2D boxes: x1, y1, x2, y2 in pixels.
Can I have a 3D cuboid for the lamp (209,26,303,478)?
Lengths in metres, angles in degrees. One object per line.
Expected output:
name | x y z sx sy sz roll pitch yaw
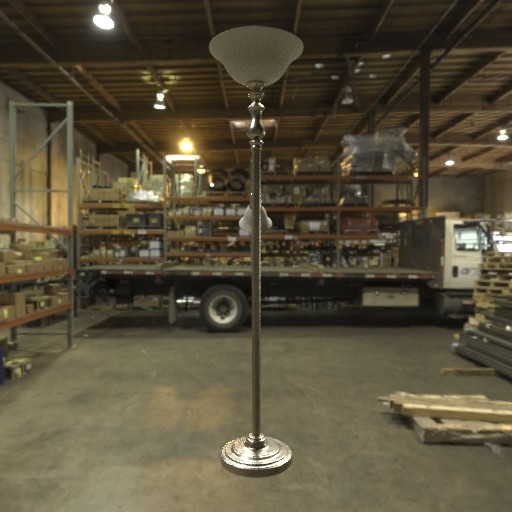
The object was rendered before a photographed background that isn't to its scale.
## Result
lamp | 0.000 0.000 2.013 0.405 1.785 0.575 0 1 -1
